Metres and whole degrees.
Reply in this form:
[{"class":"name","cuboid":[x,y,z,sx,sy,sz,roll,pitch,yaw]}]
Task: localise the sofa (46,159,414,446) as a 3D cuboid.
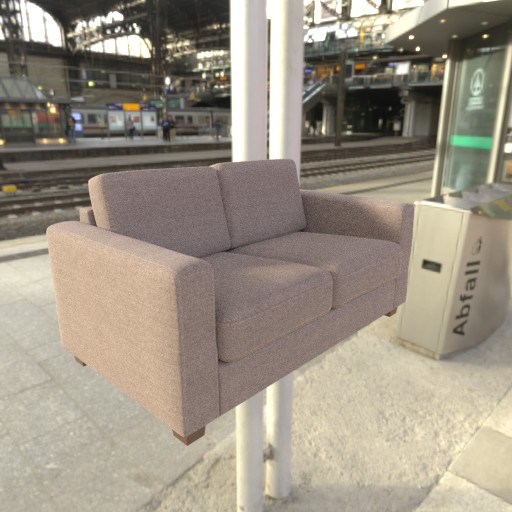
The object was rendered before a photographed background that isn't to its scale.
[{"class":"sofa","cuboid":[0.000,0.000,2.030,0.900,0.800,1.520,15,22,41]}]
